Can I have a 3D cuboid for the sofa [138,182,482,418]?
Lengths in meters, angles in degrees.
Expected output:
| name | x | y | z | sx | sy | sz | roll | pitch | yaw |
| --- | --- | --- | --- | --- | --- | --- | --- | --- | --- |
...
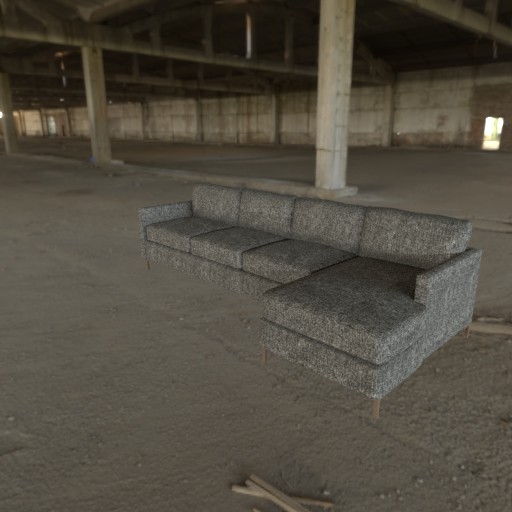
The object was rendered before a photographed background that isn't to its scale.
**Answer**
| name | x | y | z | sx | sy | sz | roll | pitch | yaw |
| --- | --- | --- | --- | --- | --- | --- | --- | --- | --- |
| sofa | 0.000 | 0.000 | 3.999 | 3.384 | 0.970 | 1.488 | 16 | 23 | 43 |
